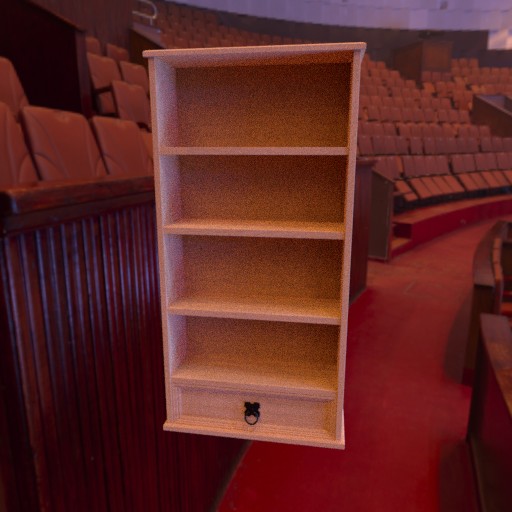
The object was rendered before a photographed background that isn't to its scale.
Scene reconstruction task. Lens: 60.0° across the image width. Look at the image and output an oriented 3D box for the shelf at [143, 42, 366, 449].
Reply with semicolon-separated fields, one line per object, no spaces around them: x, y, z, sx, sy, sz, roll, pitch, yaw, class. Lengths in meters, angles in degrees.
0.000;0.000;1.218;0.520;1.030;0.175;2;14;9;shelf
